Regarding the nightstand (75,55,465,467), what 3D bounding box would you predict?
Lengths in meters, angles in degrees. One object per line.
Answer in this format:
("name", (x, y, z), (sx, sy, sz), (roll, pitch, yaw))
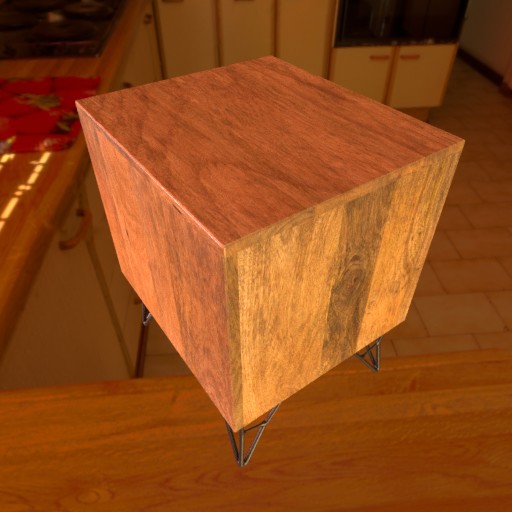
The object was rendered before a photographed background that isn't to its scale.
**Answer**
("nightstand", (0.000, 0.000, 0.859), (0.406, 0.559, 0.457), (-25, 47, -26))
